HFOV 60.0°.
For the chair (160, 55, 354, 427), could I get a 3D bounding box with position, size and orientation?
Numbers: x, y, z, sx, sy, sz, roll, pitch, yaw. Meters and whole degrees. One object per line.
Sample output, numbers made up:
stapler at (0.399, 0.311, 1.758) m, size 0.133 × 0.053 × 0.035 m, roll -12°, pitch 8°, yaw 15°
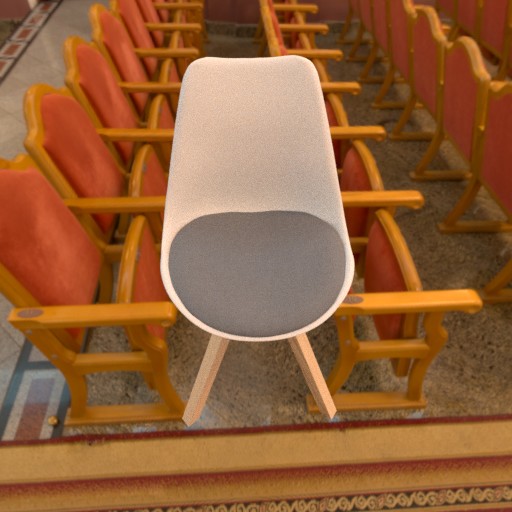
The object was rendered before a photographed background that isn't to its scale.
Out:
chair at (0.000, 0.000, 1.182) m, size 0.485 × 0.850 × 0.550 m, roll -2°, pitch 44°, yaw -2°
